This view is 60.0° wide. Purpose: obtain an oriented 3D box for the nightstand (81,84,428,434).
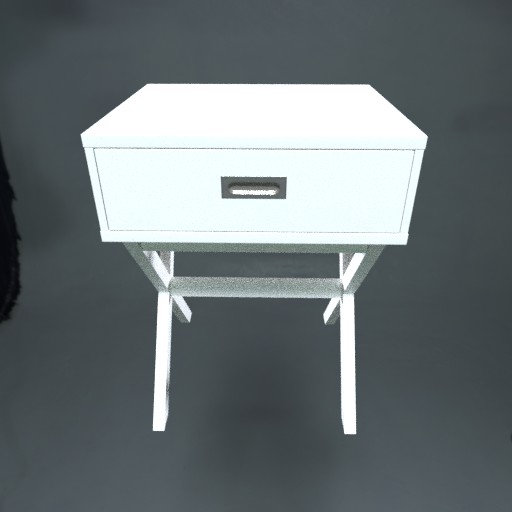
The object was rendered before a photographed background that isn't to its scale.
[{"bbox_3d":[0.000,0.000,0.941,0.479,0.623,0.402,1,31,1],"label":"nightstand"}]
